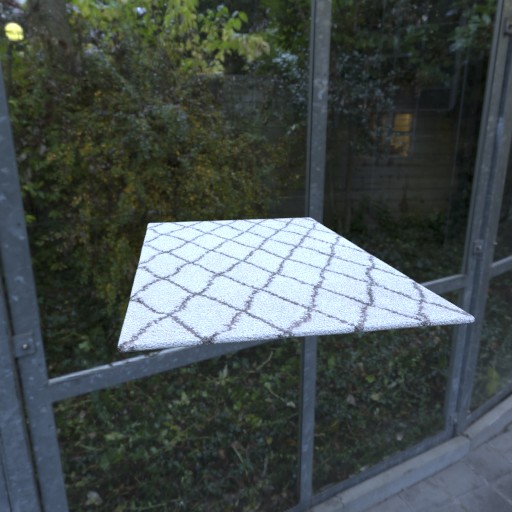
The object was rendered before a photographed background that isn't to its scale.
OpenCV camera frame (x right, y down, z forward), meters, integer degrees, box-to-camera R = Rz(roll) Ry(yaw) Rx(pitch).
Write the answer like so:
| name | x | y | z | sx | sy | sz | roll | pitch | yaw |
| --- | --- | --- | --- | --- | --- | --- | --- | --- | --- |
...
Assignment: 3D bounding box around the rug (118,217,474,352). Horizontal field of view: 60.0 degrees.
| name | x | y | z | sx | sy | sz | roll | pitch | yaw |
| --- | --- | --- | --- | --- | --- | --- | --- | --- | --- |
| rug | 0.000 | 0.000 | 2.972 | 1.524 | 0.030 | 2.438 | -3 | 16 | -10 |
